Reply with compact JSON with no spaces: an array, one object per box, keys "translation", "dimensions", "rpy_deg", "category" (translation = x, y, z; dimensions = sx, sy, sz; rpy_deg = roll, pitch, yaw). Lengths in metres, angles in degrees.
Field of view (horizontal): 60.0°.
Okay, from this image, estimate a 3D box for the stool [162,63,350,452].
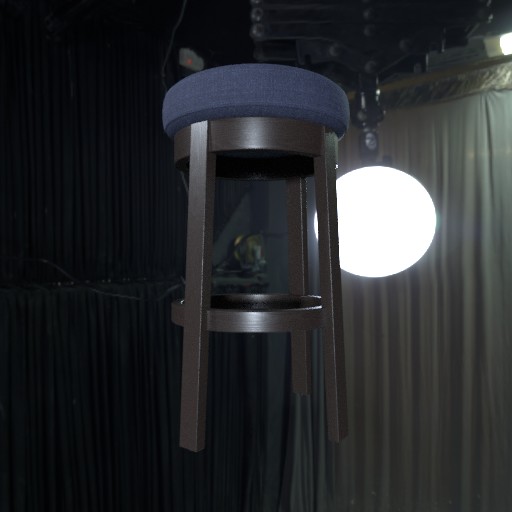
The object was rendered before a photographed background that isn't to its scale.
[{"translation":[0.000,0.000,1.036],"dimensions":[0.446,0.758,0.446],"rpy_deg":[0,0,0],"category":"stool"}]
